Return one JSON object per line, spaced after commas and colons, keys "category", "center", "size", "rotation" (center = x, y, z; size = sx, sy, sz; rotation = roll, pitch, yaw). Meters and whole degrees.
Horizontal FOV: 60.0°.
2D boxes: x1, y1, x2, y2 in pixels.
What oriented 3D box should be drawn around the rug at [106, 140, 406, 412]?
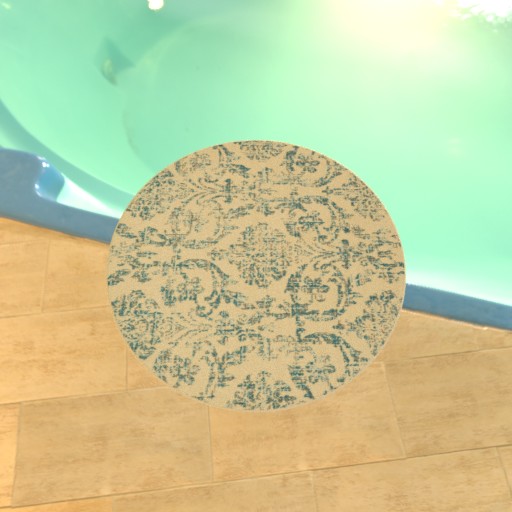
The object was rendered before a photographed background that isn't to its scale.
{"category": "rug", "center": [0.000, 0.000, 2.379], "size": [1.593, 0.012, 1.593], "rotation": [0, 64, 0]}
